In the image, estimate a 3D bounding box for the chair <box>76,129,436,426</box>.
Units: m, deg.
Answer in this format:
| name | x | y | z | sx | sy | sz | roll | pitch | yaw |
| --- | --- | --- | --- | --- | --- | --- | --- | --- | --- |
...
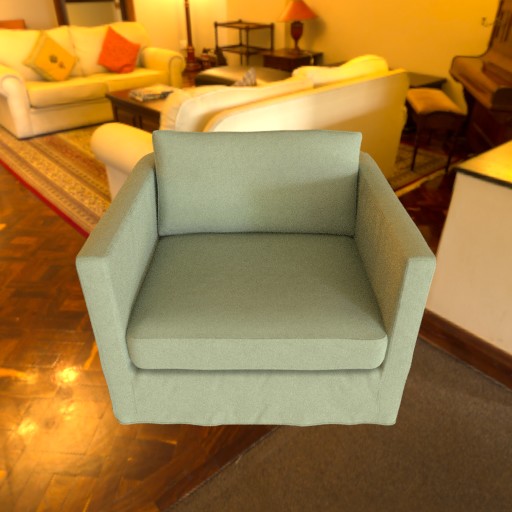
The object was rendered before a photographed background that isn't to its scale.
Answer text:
| name | x | y | z | sx | sy | sz | roll | pitch | yaw |
| --- | --- | --- | --- | --- | --- | --- | --- | --- | --- |
| chair | 0.000 | 0.000 | 1.766 | 1.057 | 0.863 | 0.949 | 0 | 32 | 0 |
